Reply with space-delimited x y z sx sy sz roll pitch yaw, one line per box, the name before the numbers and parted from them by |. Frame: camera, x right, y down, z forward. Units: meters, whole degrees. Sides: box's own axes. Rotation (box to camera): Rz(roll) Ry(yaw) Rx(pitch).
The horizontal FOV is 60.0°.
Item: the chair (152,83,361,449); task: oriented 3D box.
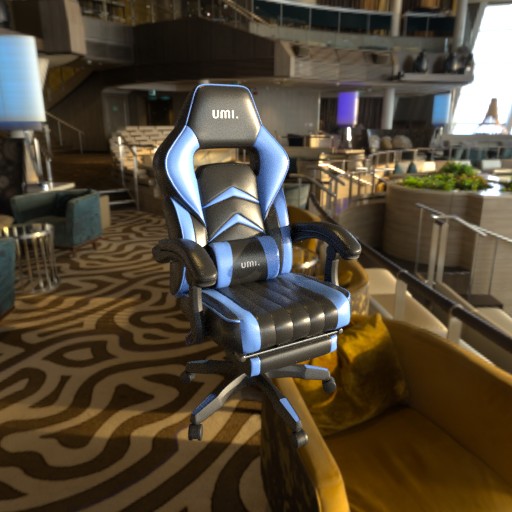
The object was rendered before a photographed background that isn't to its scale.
chair | 0.000 0.000 1.711 0.700 1.280 0.700 -9 19 -28
